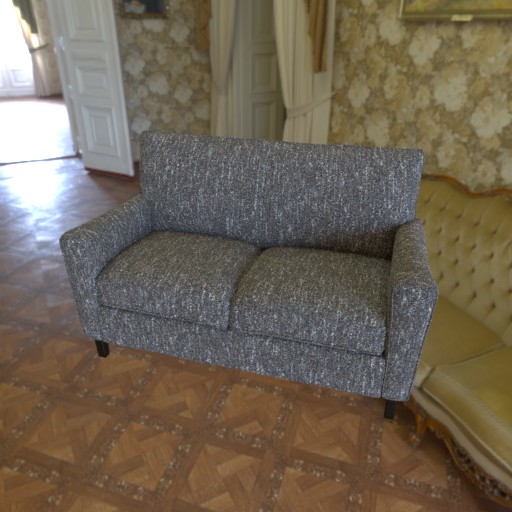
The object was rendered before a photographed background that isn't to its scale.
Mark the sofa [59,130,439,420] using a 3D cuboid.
[{"bbox_3d":[0.000,0.000,2.080,1.519,0.946,0.801,8,28,15],"label":"sofa"}]
